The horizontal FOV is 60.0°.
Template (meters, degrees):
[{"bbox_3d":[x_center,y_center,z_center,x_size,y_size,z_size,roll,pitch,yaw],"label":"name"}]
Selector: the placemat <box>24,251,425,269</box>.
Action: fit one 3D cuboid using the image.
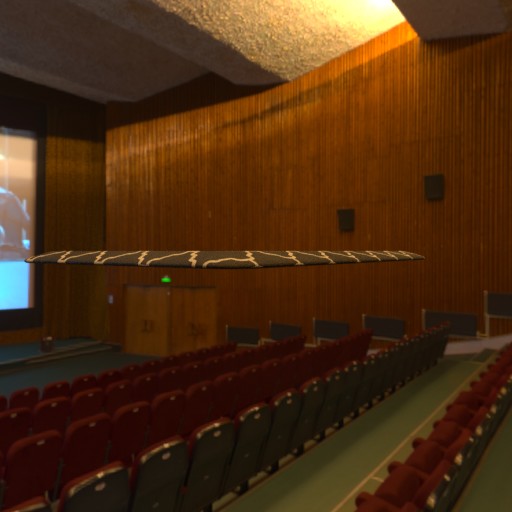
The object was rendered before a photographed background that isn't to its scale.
[{"bbox_3d":[0.000,0.000,0.950,0.508,0.021,0.762,0,1,37],"label":"placemat"}]
